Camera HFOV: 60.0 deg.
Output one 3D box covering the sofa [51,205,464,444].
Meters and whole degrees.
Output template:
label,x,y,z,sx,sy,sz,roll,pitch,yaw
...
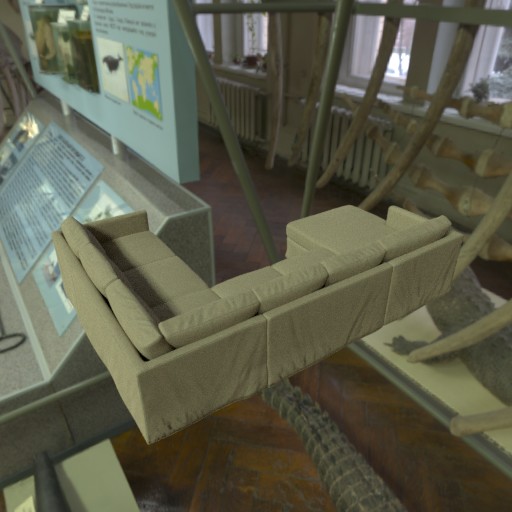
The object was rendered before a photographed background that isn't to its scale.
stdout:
label,x,y,z,sx,sy,sz,roll,pitch,yaw
sofa,0.000,0.000,4.632,3.528,0.878,2.476,-19,35,-29
